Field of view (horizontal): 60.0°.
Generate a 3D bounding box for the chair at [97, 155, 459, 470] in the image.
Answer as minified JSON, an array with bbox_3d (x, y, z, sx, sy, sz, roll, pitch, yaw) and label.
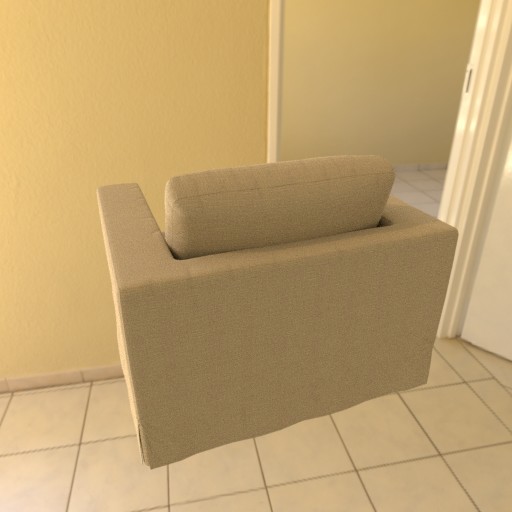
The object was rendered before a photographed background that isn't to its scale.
[{"bbox_3d":[0.000,0.000,1.778,1.150,0.878,0.957,-10,28,-19],"label":"chair"}]
